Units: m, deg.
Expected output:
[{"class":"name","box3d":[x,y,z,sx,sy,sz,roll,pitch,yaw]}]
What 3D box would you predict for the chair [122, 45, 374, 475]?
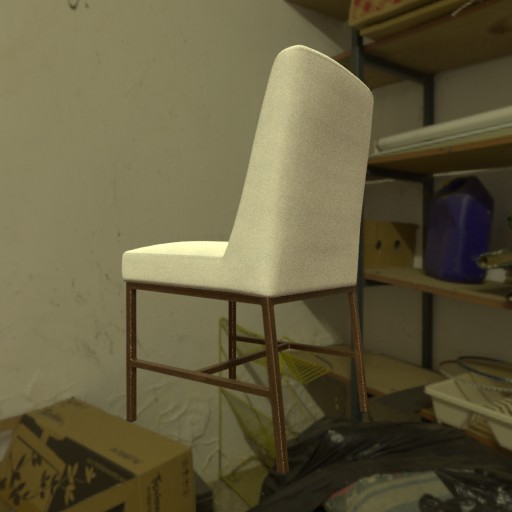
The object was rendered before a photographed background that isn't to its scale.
[{"class":"chair","box3d":[0.000,0.000,1.279,0.597,0.933,0.503,0,0,36]}]
